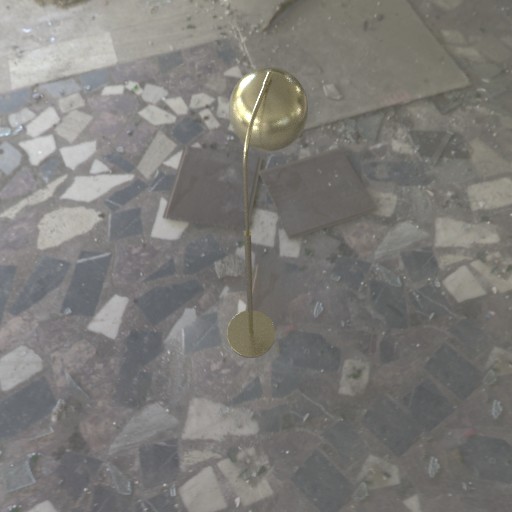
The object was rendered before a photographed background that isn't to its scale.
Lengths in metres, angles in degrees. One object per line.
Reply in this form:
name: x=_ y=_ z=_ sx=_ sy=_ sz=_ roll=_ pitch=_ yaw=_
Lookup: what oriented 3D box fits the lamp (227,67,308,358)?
lamp: x=0.000 y=0.000 z=1.684 sx=0.250 sy=1.526 sz=0.431 roll=15 pitch=65 yaw=7
